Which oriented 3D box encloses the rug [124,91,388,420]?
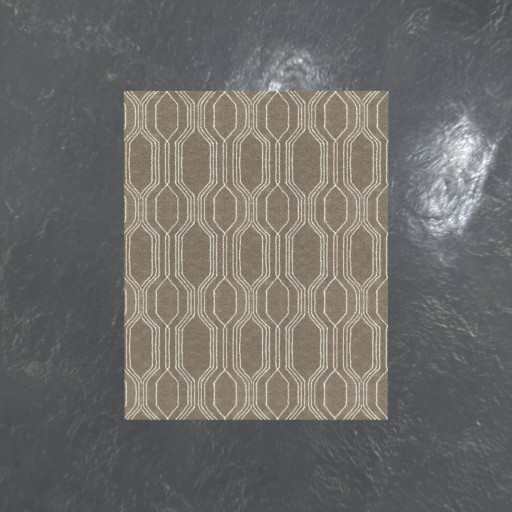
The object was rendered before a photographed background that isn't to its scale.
[{"bbox_3d":[0.000,0.000,4.130,2.457,0.012,3.062,0,90,0],"label":"rug"}]
